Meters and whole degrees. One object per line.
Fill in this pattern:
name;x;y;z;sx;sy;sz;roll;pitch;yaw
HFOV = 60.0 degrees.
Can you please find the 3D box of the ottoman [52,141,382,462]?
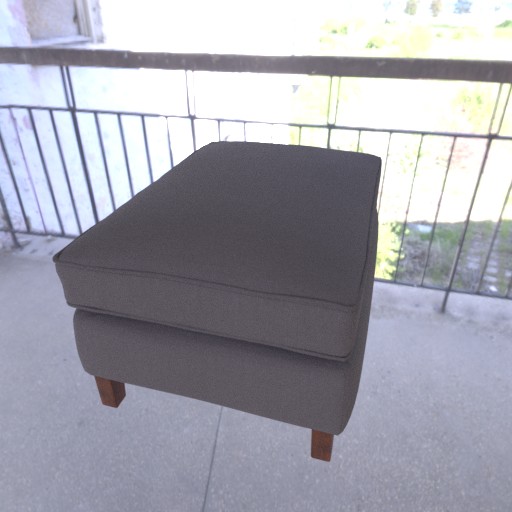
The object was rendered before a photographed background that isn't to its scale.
ottoman;0.000;0.000;0.966;0.508;0.406;0.686;8;31;14
